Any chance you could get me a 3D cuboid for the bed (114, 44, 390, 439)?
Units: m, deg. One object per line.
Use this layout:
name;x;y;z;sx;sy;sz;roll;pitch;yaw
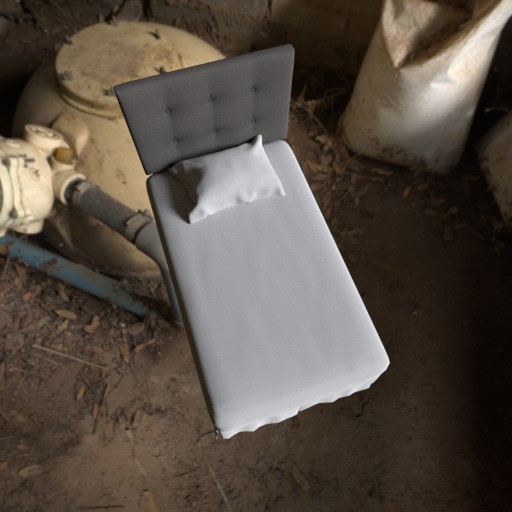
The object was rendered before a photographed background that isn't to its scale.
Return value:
bed;0.000;0.000;3.006;1.261;1.571;1.997;-17;66;-8
